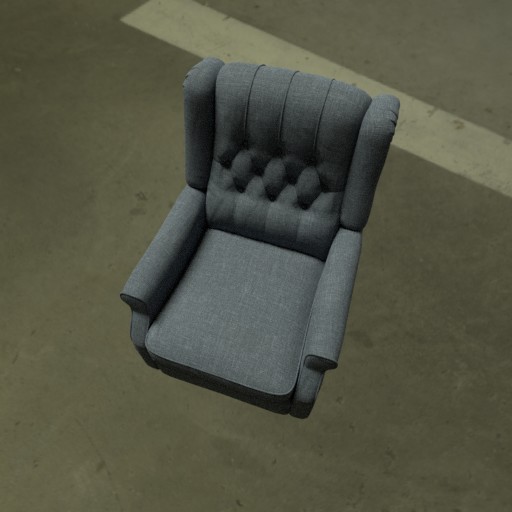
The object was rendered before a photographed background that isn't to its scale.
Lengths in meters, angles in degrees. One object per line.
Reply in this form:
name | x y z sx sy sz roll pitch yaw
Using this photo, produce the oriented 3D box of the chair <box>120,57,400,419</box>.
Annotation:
chair | 0.000 0.000 1.609 0.742 1.035 0.898 16 60 10
